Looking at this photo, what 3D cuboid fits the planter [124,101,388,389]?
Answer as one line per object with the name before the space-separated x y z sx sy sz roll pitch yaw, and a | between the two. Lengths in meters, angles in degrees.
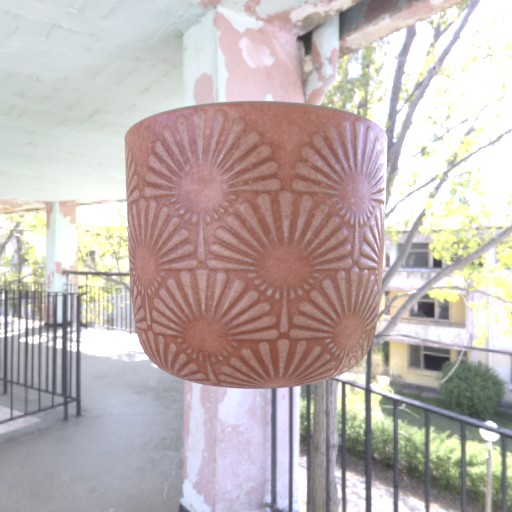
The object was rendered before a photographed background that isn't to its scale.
planter | 0.000 0.000 0.217 0.124 0.109 0.124 0 -1 0
